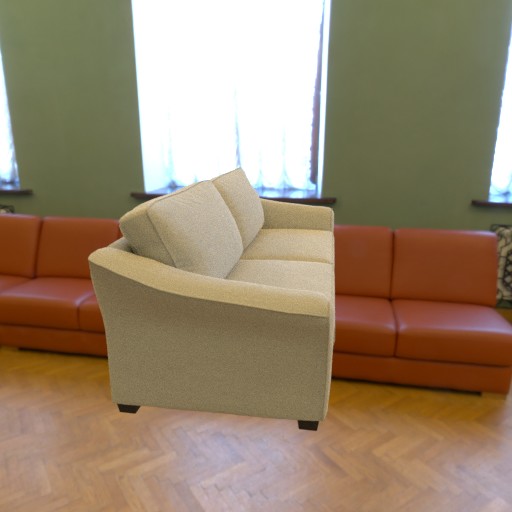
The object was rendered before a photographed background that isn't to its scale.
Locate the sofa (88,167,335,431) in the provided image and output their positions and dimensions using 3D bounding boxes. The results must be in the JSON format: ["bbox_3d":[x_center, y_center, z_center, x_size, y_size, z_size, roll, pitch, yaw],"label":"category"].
[{"bbox_3d":[0.000,0.000,2.775,0.980,0.965,2.270,3,16,9],"label":"sofa"}]
